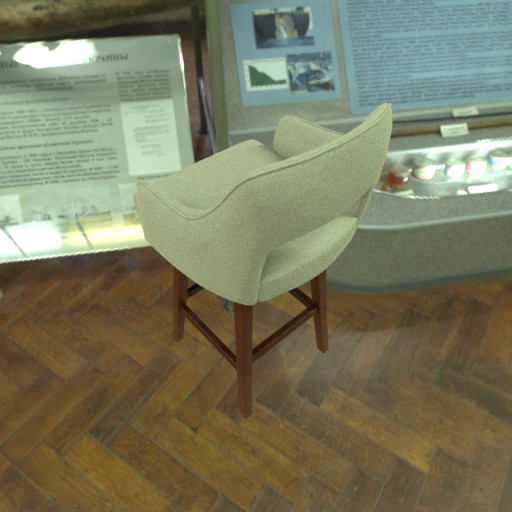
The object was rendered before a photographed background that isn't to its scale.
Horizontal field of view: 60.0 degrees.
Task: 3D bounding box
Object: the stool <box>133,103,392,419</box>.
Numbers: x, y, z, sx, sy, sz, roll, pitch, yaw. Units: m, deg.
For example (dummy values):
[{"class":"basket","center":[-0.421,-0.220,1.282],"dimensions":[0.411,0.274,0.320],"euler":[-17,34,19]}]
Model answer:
[{"class":"stool","center":[0.000,0.000,1.345],"dimensions":[0.550,1.041,0.560],"euler":[-32,54,-28]}]
